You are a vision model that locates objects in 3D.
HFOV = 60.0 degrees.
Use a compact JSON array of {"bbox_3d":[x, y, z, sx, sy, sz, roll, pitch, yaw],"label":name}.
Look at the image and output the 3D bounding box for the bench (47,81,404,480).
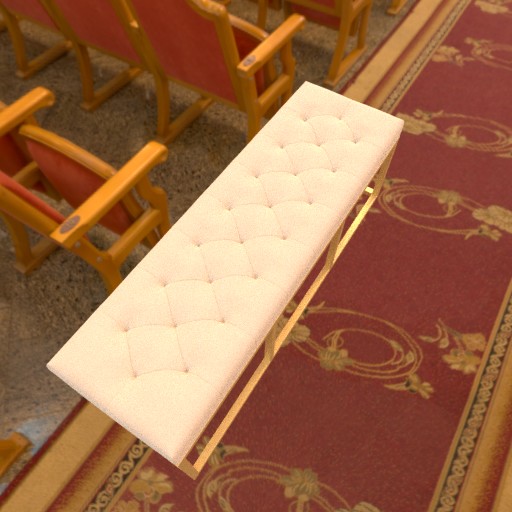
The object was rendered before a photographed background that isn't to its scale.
[{"bbox_3d":[0.000,0.000,1.678,0.457,0.484,1.473,29,63,17],"label":"bench"}]
